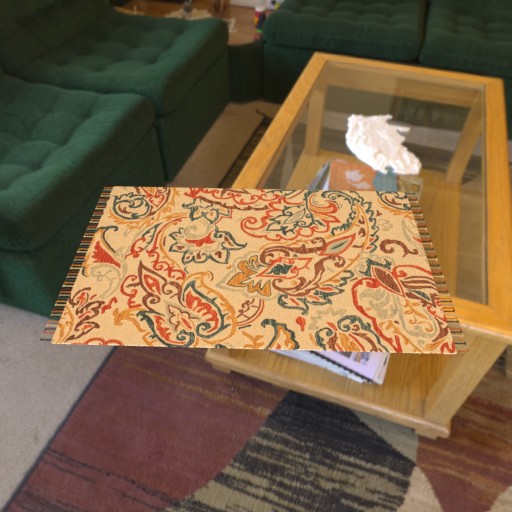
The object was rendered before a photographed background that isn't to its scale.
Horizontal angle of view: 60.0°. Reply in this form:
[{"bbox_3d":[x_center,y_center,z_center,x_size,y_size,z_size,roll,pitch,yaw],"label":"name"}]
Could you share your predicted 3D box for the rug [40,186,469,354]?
[{"bbox_3d":[0.000,0.000,3.177,2.584,0.010,1.523,1,47,1],"label":"rug"}]
